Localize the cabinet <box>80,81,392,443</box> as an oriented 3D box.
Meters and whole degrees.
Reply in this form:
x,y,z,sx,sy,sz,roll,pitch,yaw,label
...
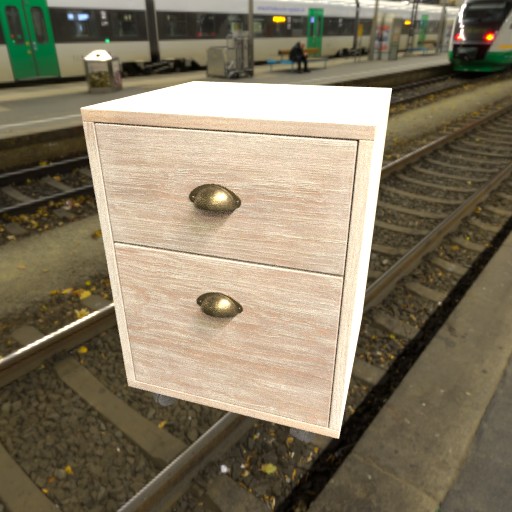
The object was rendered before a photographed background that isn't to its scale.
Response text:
x,y,z,sx,sy,sz,roll,pitch,yaw,label
0.000,0.000,0.854,0.409,0.579,0.401,8,28,16,cabinet
